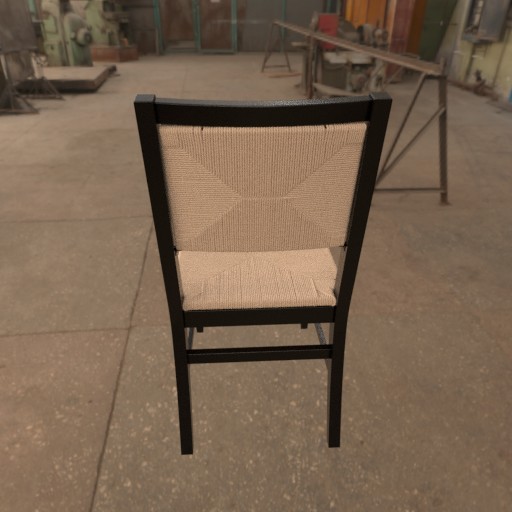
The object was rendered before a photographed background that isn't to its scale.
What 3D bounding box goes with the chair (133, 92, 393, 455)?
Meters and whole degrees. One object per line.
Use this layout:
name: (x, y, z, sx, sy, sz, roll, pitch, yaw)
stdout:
chair: (0.000, 0.000, 1.200, 0.437, 0.927, 0.552, -2, 30, -3)
